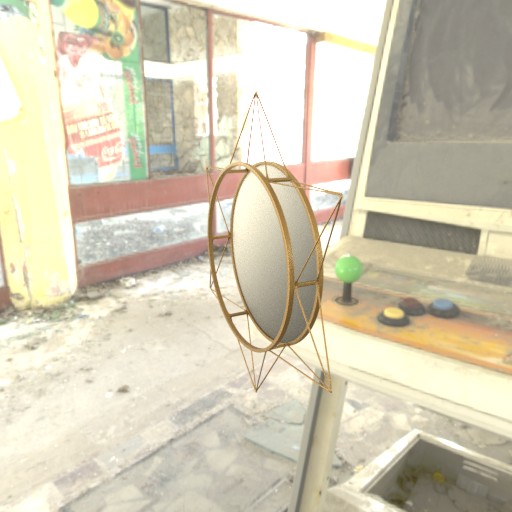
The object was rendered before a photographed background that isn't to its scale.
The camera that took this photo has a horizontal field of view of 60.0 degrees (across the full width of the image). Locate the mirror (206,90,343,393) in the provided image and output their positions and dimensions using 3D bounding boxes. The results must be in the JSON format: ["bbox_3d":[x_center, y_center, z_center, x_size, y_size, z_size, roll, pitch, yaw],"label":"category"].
[{"bbox_3d":[0.000,0.000,0.826,0.062,0.581,0.498,-8,18,-26],"label":"mirror"}]
